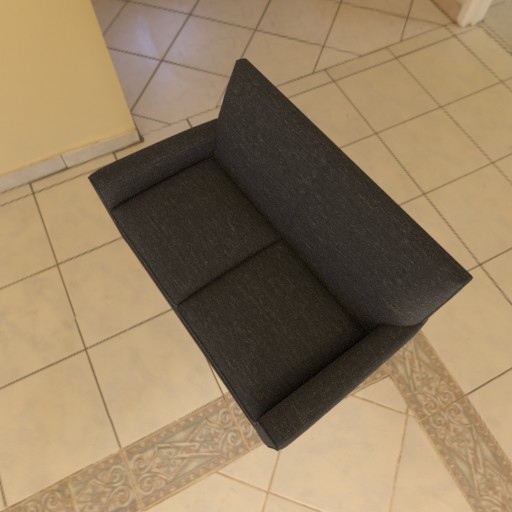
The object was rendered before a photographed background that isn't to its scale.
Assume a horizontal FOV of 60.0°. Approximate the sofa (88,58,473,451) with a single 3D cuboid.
[{"bbox_3d":[0.000,0.000,2.011,0.875,0.846,1.420,-33,68,-15],"label":"sofa"}]
